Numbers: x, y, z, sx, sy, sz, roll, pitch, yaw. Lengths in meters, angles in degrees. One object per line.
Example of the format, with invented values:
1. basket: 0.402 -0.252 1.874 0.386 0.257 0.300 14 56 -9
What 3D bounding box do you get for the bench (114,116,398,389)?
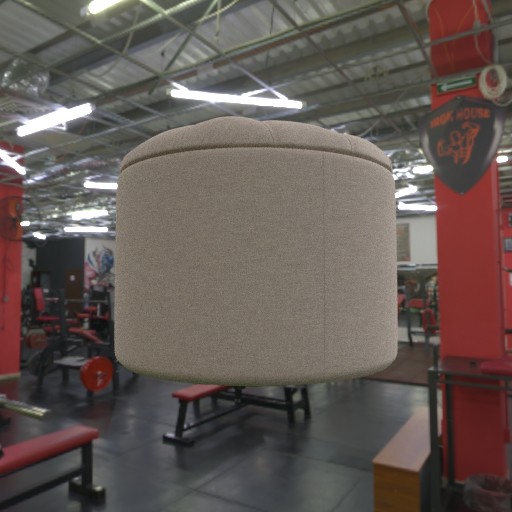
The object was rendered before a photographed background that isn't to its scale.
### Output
1. bench: 0.000 0.000 0.991 0.600 0.454 0.600 0 -3 0
